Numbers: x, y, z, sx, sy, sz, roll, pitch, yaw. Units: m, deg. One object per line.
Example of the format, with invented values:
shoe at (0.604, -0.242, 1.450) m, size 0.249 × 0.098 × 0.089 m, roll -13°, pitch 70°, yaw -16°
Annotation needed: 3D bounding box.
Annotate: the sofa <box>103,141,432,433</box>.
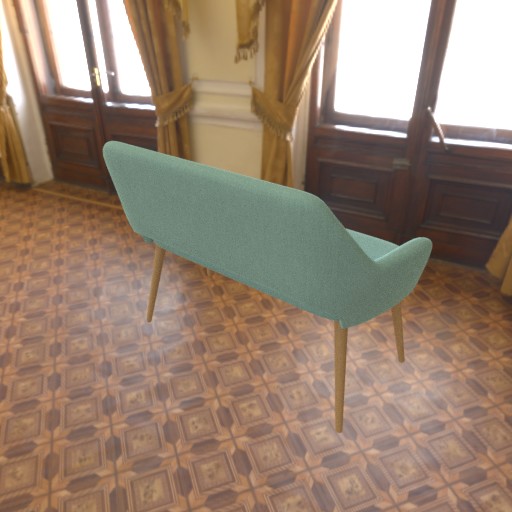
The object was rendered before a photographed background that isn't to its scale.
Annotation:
sofa at (0.000, 0.000, 1.612) m, size 1.150 × 0.840 × 0.610 m, roll 21°, pitch 36°, yaw 32°
